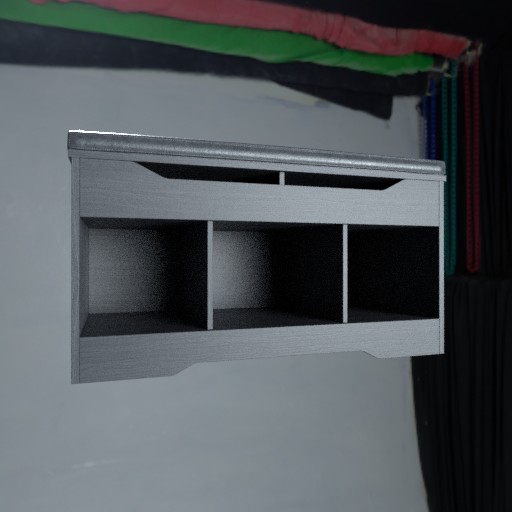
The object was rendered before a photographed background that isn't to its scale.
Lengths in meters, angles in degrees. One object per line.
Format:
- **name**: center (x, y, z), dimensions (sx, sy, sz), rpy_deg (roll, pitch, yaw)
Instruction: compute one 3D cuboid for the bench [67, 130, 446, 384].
- **bench**: center (0.000, 0.000, 1.190), dimensions (0.905, 0.501, 0.401), rpy_deg (0, 0, -18)
